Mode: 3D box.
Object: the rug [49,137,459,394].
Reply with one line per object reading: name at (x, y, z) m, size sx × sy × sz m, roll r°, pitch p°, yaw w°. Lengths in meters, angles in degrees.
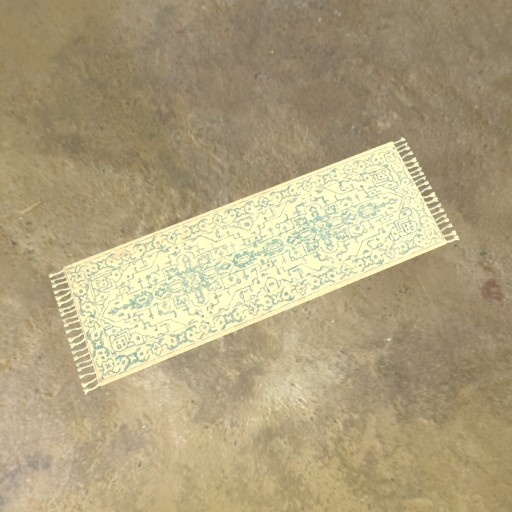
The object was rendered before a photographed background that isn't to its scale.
rug at (0.000, 0.000, 2.748) m, size 2.449 × 0.011 × 0.774 m, roll -22°, pitch 77°, yaw -5°
